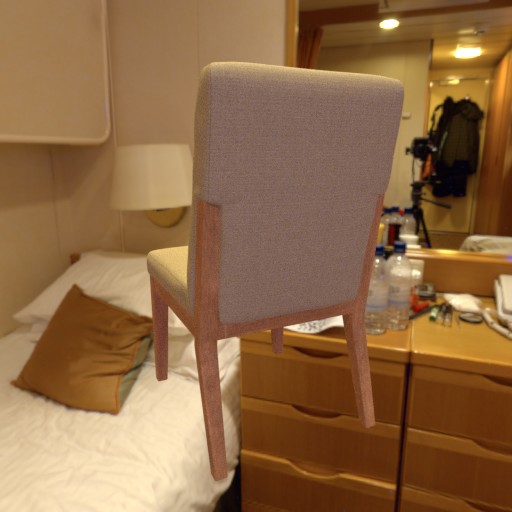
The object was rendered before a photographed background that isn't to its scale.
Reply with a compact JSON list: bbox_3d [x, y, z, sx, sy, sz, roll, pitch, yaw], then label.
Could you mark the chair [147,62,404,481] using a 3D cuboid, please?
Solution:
[{"bbox_3d":[0.000,0.000,1.255,0.507,0.911,0.586,-7,15,-26],"label":"chair"}]
